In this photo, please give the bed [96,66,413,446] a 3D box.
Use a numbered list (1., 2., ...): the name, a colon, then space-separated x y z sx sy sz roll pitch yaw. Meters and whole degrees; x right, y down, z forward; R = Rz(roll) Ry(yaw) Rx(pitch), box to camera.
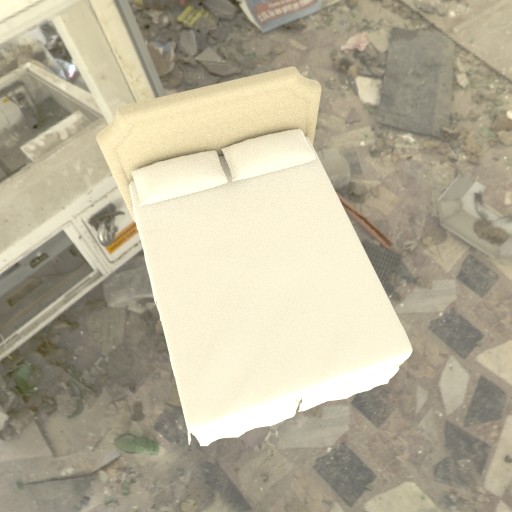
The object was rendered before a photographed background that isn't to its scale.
1. bed: 0.000 0.000 3.170 1.693 1.290 2.116 -16 64 -8
